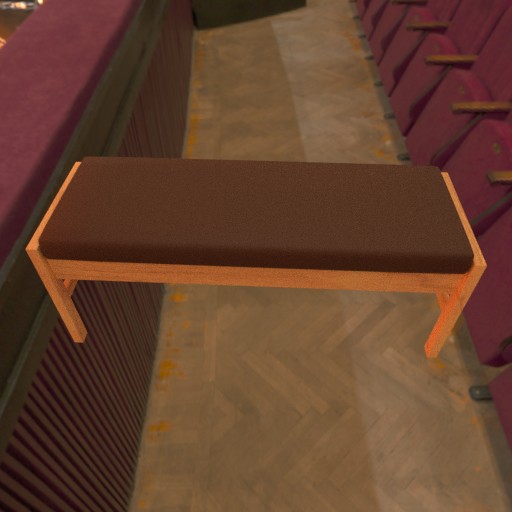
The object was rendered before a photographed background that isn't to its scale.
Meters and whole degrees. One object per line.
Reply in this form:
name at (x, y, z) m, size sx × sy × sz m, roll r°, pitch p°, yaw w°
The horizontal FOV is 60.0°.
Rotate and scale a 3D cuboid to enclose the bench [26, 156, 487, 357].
bench at (0.000, 0.000, 1.437) m, size 1.200 × 0.480 × 0.405 m, roll 2°, pitch 46°, yaw 2°
